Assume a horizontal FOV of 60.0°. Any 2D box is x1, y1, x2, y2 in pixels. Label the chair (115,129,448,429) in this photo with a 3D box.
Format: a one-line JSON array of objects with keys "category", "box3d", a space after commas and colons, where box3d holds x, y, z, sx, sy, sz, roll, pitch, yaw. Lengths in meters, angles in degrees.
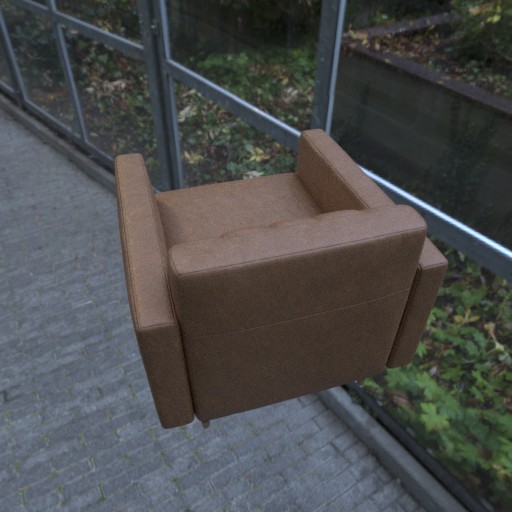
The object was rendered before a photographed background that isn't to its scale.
[{"category": "chair", "box3d": [0.000, 0.000, 1.685, 0.953, 0.819, 0.998, -11, 42, -13]}]
